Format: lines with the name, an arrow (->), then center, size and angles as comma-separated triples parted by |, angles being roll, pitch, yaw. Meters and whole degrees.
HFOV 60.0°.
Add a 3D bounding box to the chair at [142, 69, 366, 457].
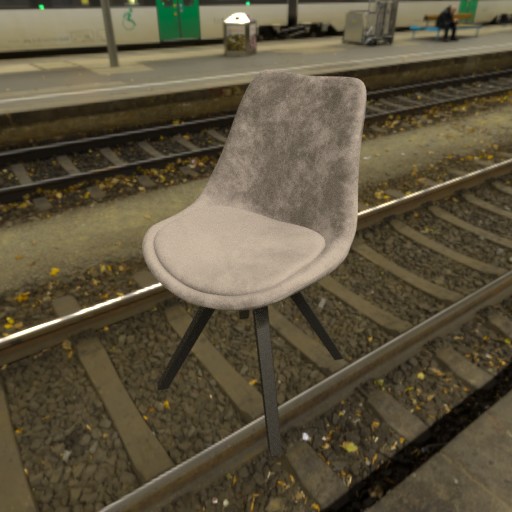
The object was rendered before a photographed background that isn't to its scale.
chair -> 0.000, 0.000, 1.185 | 0.485, 0.850, 0.550 | 19, 36, 28
